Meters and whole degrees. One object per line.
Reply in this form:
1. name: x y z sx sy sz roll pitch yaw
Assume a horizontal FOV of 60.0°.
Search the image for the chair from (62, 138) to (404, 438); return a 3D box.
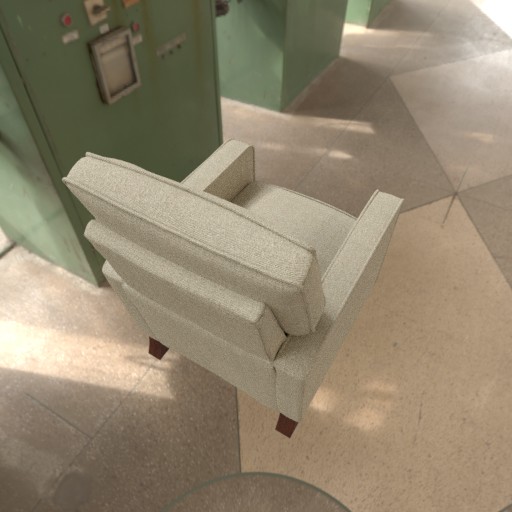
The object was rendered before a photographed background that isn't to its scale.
1. chair: 0.000 0.000 1.351 0.648 0.888 0.754 24 53 20
